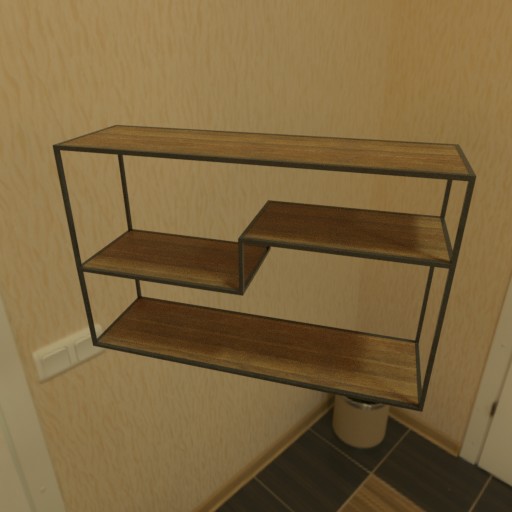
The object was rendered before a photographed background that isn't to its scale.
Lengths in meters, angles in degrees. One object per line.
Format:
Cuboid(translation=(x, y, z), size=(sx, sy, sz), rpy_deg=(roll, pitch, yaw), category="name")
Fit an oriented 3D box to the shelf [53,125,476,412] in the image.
Cuboid(translation=(0.000, 0.000, 1.534), size=(1.201, 0.765, 0.361), rpy_deg=(7, 28, 14), category="shelf")
